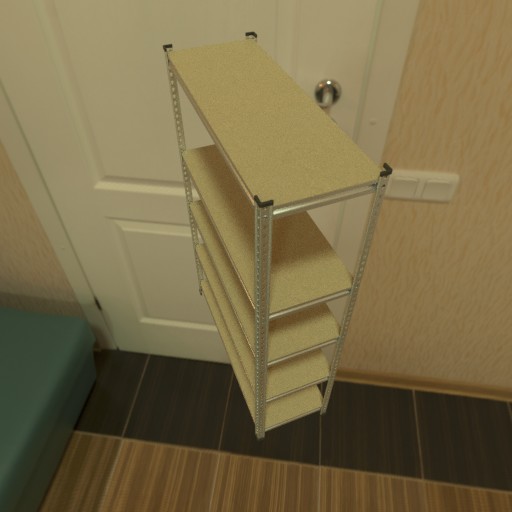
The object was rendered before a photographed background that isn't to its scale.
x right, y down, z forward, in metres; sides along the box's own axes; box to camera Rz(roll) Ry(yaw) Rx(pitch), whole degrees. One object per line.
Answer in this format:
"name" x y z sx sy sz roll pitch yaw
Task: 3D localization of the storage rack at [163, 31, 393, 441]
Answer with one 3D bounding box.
"storage rack" 0.000 0.000 2.394 0.457 1.829 1.219 -16 49 -14
